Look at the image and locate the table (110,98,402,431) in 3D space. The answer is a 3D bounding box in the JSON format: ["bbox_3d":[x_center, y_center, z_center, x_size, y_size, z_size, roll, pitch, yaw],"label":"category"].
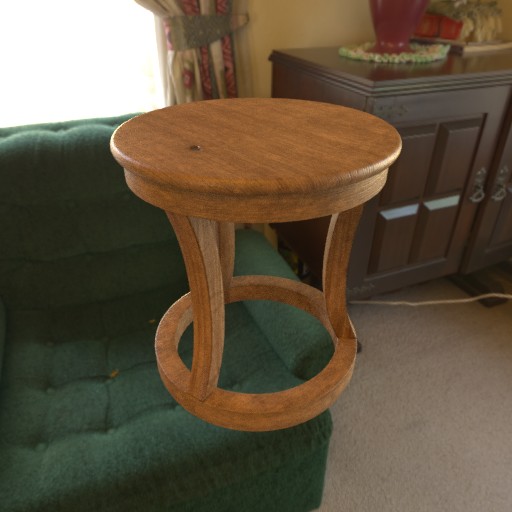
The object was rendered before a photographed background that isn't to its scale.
[{"bbox_3d":[0.000,0.000,0.797,0.432,0.460,0.432,0,31,0],"label":"table"}]
